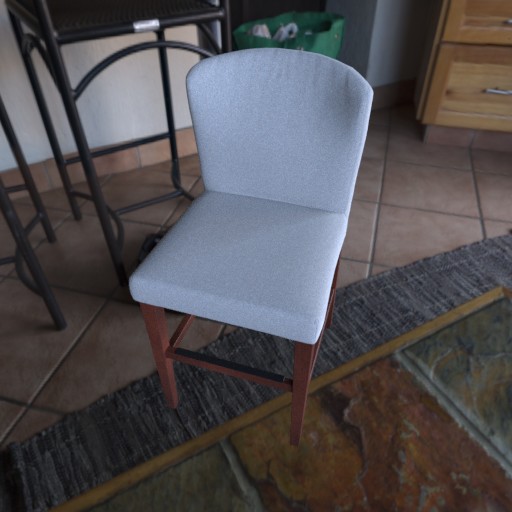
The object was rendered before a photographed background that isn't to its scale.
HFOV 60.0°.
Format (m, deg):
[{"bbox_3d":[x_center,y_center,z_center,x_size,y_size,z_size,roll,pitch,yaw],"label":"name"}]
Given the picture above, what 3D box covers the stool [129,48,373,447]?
[{"bbox_3d":[0.000,0.000,1.256,0.479,0.968,0.568,12,41,14],"label":"stool"}]
